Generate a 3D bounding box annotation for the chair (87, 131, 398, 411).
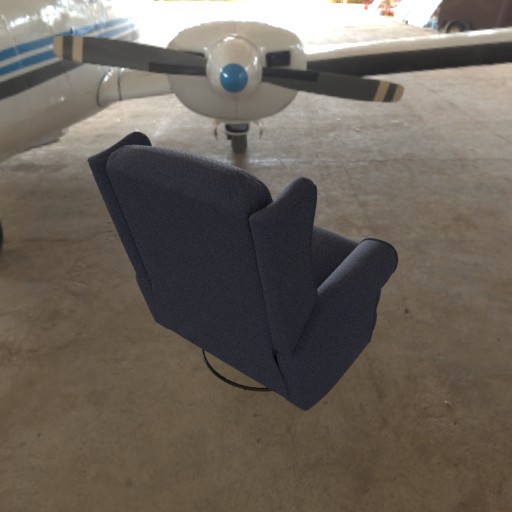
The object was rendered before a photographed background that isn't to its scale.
[{"bbox_3d":[0.000,0.000,1.785,0.971,1.020,0.877,22,38,31],"label":"chair"}]
